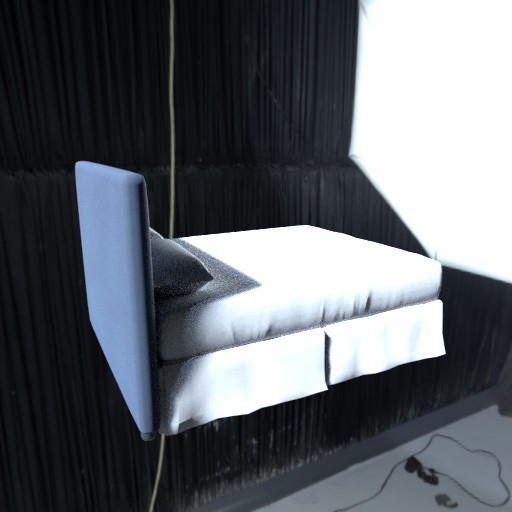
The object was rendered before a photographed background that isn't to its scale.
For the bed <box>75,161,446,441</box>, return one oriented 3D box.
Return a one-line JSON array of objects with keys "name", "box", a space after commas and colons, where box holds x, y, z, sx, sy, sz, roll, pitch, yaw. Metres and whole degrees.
[{"name": "bed", "box": [0.000, 0.000, 3.182, 2.162, 1.330, 1.713, -7, 16, -27]}]
